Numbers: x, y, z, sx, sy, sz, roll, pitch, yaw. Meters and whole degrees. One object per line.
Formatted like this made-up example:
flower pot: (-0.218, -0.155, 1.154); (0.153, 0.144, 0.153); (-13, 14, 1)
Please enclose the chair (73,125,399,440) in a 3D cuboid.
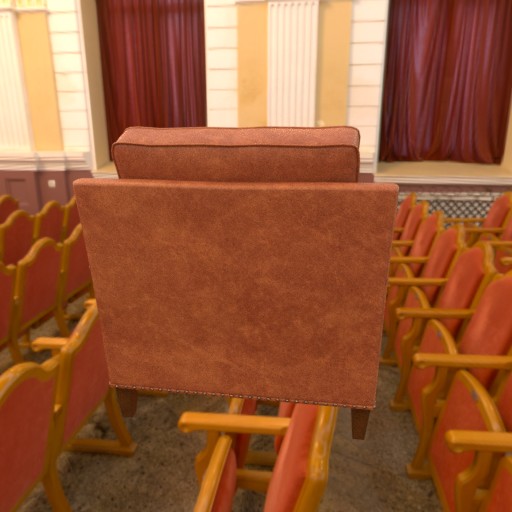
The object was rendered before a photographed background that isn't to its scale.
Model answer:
chair: (0.000, 0.000, 1.683); (0.853, 0.943, 1.014); (2, 16, 8)
